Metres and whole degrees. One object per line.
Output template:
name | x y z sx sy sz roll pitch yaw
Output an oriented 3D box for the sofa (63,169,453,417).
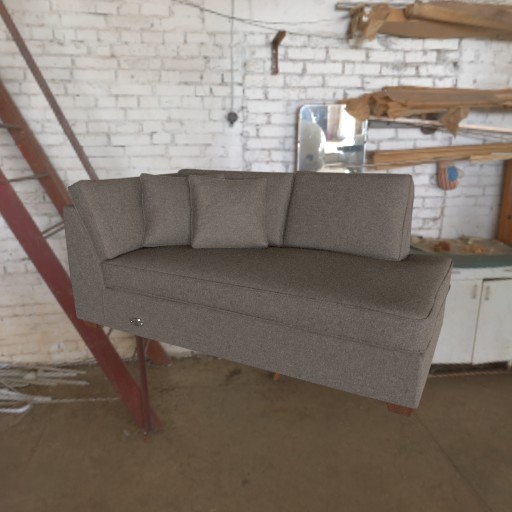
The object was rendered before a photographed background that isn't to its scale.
sofa | 0.000 0.000 2.805 2.237 1.033 1.110 8 17 27
